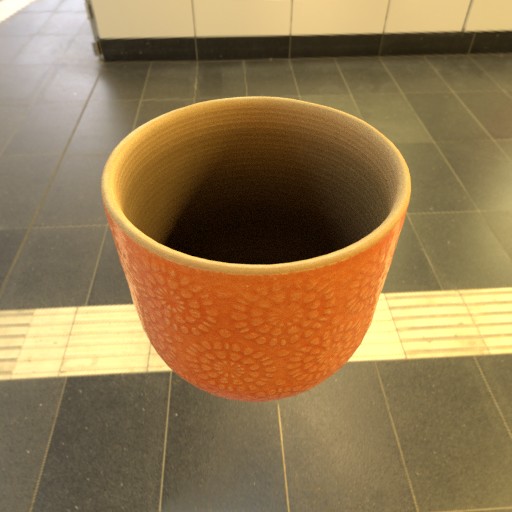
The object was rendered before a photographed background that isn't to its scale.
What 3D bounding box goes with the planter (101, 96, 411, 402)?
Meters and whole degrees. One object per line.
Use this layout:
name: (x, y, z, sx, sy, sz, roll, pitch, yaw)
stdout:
planter: (0.000, 0.000, 0.293, 0.170, 0.152, 0.170, 0, 45, 0)
